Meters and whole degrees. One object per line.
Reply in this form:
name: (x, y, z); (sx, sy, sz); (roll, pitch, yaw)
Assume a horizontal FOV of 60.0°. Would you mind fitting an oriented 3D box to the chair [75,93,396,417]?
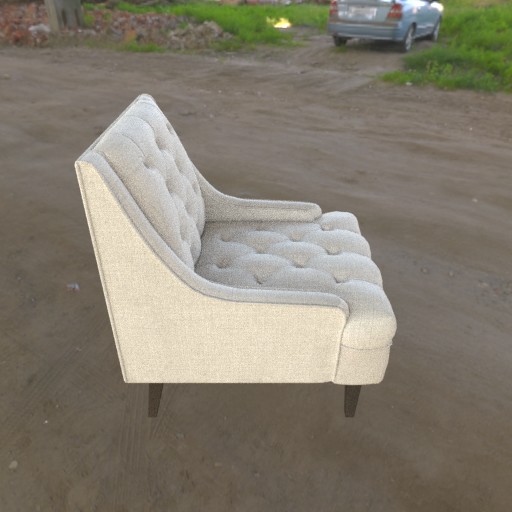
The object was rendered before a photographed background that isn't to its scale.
chair: (0.000, 0.000, 1.427); (0.772, 0.891, 0.658); (0, 32, 0)
